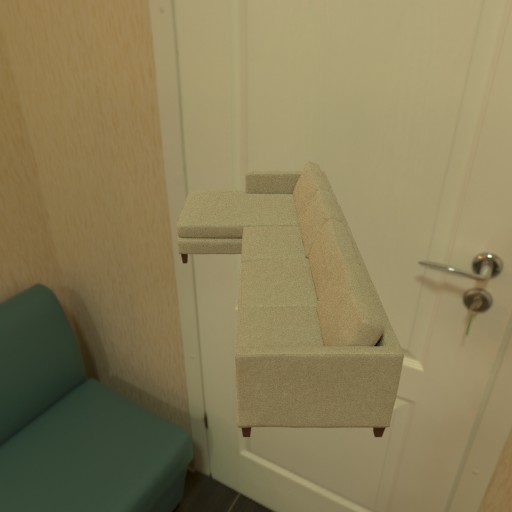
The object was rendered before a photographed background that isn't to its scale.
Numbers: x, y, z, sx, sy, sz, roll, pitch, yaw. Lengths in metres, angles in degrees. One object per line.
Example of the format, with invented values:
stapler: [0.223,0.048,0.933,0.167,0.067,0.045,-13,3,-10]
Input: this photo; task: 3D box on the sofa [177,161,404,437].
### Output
sofa: [0.000,0.000,3.912,1.625,0.846,3.186,0,29,0]
